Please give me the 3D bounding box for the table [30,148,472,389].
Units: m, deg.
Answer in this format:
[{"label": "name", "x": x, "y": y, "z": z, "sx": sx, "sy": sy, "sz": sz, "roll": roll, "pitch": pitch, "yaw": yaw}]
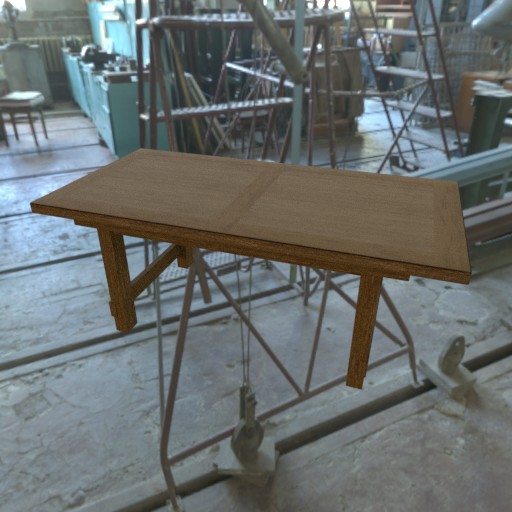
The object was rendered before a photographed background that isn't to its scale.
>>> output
[{"label": "table", "x": 0.000, "y": 0.000, "z": 2.464, "sx": 1.982, "sy": 0.762, "sz": 1.000, "roll": 10, "pitch": 31, "yaw": 16}]
